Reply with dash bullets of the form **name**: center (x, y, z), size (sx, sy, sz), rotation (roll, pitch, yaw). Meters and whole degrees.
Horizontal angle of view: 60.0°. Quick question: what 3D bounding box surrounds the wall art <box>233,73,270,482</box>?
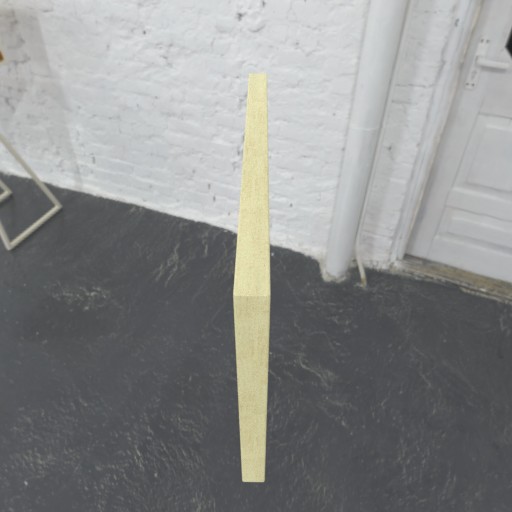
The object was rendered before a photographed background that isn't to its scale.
- **wall art**: center (0.000, 0.000, 0.700), size (0.032, 0.381, 0.533), rotation (1, 41, 1)
